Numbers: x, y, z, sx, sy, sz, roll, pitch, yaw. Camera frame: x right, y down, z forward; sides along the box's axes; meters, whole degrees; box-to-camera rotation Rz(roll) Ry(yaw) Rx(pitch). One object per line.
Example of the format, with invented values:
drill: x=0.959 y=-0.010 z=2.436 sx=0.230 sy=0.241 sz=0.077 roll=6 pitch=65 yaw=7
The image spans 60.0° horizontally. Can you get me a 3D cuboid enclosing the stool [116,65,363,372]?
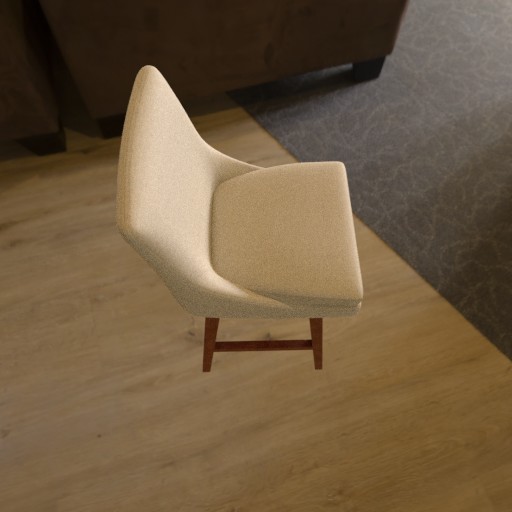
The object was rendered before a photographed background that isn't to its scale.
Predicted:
stool: x=0.000 y=0.000 z=1.384 sx=0.559 sy=1.092 sz=0.470 roll=-1 pitch=63 yaw=-1
